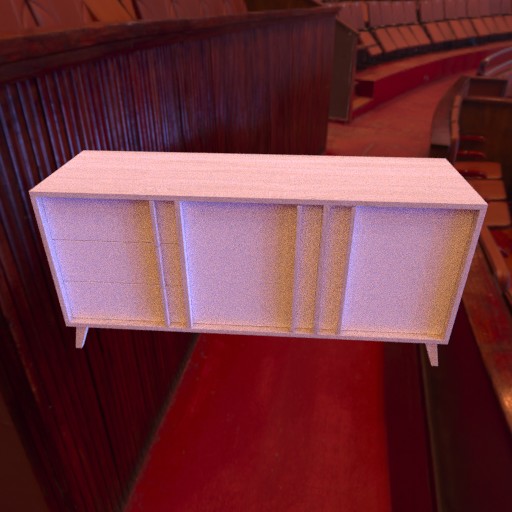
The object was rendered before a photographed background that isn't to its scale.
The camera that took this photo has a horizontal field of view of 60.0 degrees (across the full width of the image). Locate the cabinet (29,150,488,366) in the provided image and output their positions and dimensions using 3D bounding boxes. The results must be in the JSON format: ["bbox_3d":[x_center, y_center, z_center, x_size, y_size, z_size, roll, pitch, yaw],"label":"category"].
[{"bbox_3d":[0.000,0.000,2.001,1.649,0.780,0.500,2,31,4],"label":"cabinet"}]
